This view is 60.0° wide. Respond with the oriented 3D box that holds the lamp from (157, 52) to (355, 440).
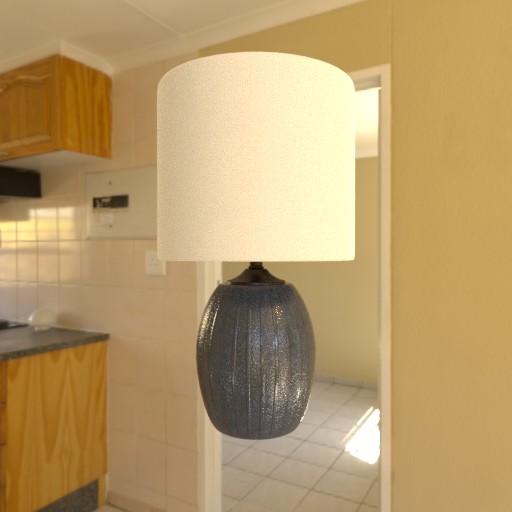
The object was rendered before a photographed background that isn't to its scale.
[{"bbox_3d":[0.000,0.000,0.756,0.329,0.570,0.329,0,0,20],"label":"lamp"}]
